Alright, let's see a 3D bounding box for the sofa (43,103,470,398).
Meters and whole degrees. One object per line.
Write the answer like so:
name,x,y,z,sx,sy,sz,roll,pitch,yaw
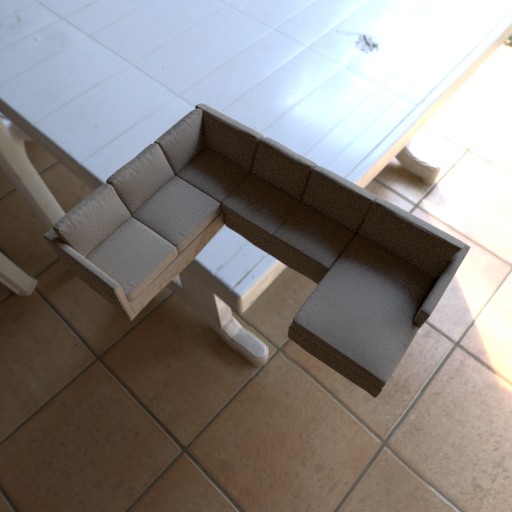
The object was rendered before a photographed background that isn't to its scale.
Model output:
sofa,0.000,0.000,4.536,3.460,0.882,2.427,33,64,18
